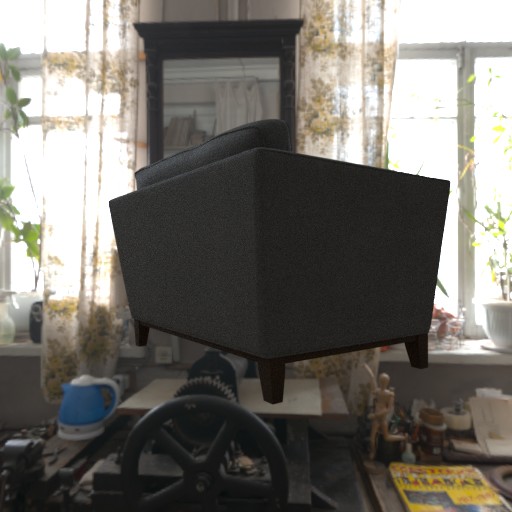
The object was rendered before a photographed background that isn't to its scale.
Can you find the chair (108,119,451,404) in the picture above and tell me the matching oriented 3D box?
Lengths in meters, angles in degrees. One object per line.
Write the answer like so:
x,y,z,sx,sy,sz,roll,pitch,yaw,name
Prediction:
0.000,0.000,2.083,0.965,0.942,1.396,0,-1,-36,chair
